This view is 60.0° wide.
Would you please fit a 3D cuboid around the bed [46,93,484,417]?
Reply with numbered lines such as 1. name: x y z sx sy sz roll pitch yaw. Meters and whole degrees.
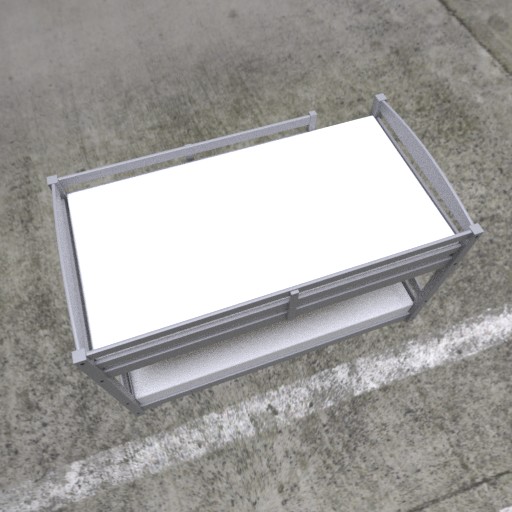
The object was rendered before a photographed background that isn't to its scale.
1. bed: 0.000 0.000 2.770 2.013 1.206 1.105 -17 61 -10
